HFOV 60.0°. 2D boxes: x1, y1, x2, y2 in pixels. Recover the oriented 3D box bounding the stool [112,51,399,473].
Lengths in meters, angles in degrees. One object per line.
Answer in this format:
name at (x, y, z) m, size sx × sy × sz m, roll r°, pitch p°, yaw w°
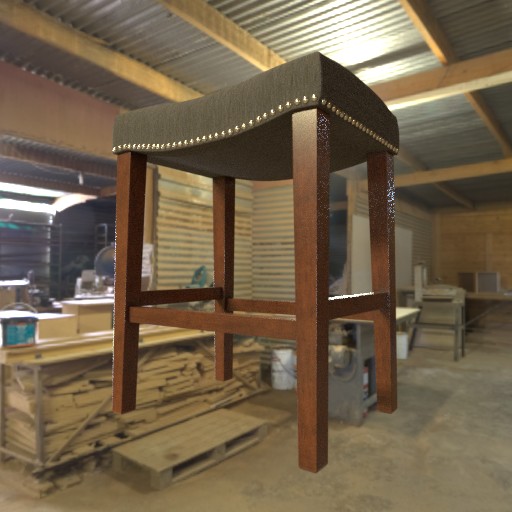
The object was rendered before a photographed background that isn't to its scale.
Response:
stool at (0.000, 0.000, 0.941) m, size 0.504 × 0.654 × 0.372 m, roll -1°, pitch -2°, yaw 36°
